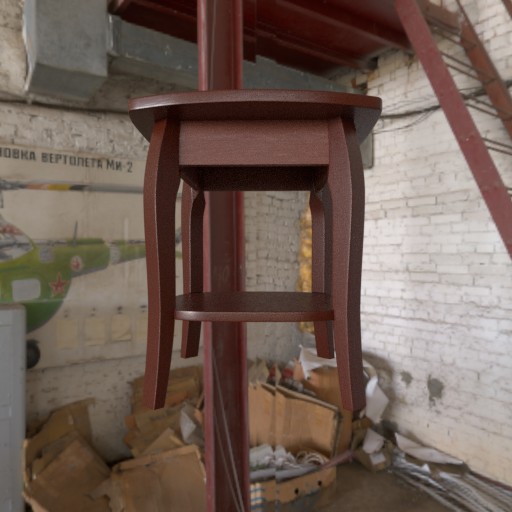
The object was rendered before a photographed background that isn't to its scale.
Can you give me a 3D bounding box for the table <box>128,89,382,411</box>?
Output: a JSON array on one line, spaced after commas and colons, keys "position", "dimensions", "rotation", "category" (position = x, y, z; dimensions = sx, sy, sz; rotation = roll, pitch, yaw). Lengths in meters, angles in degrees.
[{"position": [0.000, 0.000, 0.905], "dimensions": [0.433, 0.496, 0.502], "rotation": [0, 0, 1], "category": "table"}]
